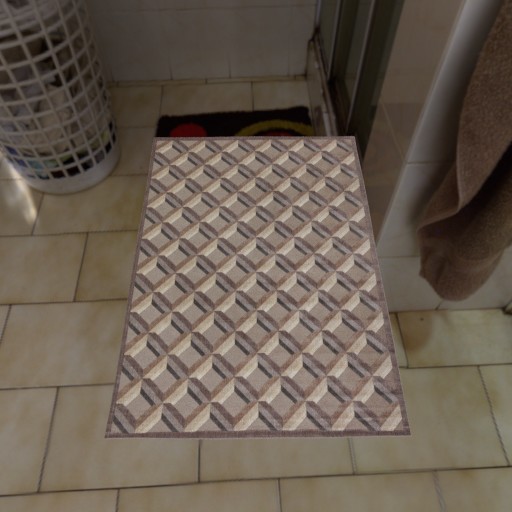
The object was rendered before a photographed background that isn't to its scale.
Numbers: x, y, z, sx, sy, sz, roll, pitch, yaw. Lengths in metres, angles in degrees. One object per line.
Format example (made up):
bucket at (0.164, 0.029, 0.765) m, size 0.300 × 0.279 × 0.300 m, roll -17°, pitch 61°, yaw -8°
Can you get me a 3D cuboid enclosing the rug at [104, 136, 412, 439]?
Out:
rug at (0.000, 0.000, 2.912) m, size 1.600 × 0.013 × 2.260 m, roll 0°, pitch 57°, yaw 0°
